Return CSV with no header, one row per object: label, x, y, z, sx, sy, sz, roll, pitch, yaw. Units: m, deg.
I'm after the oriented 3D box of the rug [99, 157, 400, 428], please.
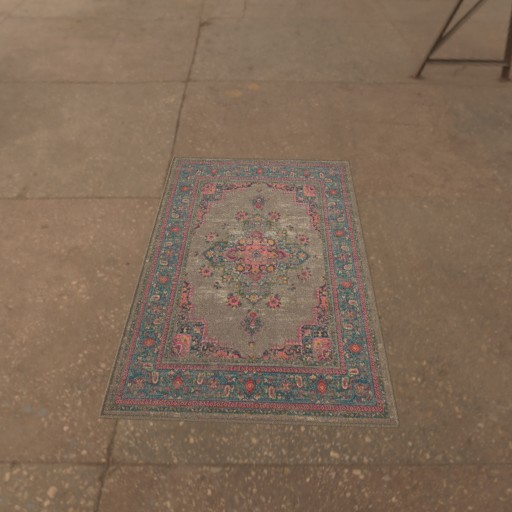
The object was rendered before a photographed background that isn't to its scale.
rug,0.000,0.000,2.274,1.144,0.014,1.748,1,46,1
